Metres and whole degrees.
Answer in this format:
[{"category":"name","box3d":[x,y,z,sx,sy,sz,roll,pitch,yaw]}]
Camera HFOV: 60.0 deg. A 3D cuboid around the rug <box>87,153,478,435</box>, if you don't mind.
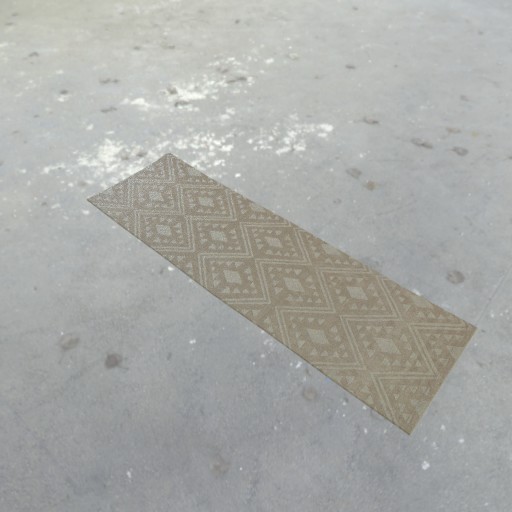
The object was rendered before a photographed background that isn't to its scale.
[{"category":"rug","box3d":[0.000,0.000,2.695,2.452,0.051,0.752,32,55,27]}]
